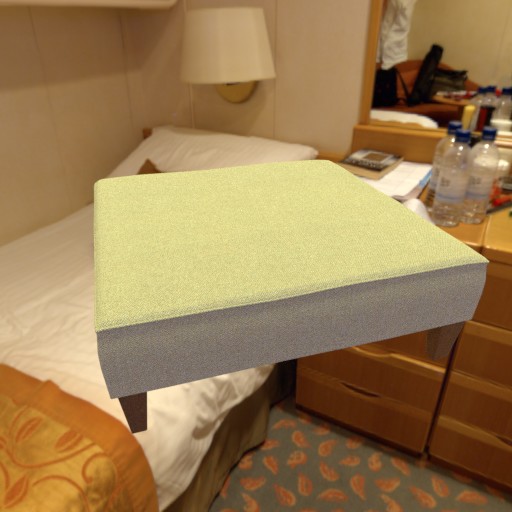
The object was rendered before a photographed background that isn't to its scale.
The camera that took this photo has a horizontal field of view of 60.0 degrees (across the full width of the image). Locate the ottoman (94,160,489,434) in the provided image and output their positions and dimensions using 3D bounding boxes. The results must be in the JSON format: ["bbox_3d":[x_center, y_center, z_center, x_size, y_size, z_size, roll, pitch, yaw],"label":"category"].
[{"bbox_3d":[0.000,0.000,1.504,1.004,0.379,0.968,-9,30,-15],"label":"ottoman"}]
